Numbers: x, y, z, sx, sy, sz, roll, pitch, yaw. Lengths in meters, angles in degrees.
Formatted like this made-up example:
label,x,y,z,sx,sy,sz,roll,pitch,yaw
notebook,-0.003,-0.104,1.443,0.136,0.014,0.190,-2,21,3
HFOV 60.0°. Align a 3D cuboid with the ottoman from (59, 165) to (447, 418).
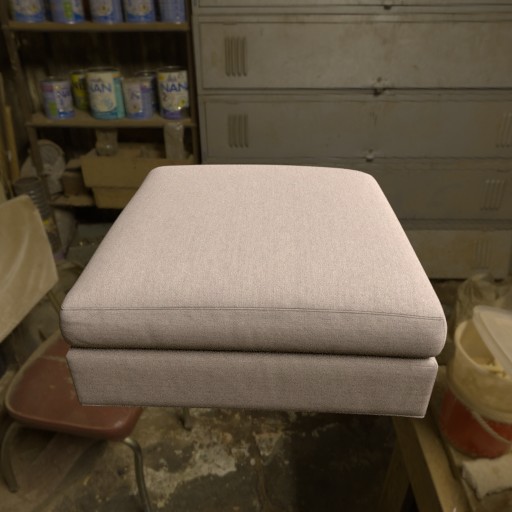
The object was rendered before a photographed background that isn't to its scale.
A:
label,x,y,z,sx,sy,sz,roll,pitch,yaw
ottoman,0.000,0.000,1.621,1.041,0.470,1.041,1,31,2
